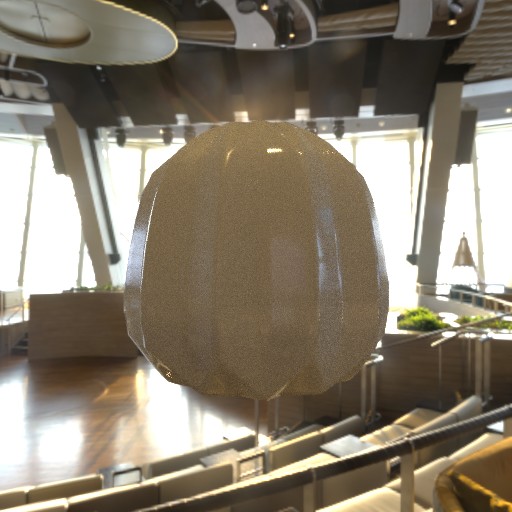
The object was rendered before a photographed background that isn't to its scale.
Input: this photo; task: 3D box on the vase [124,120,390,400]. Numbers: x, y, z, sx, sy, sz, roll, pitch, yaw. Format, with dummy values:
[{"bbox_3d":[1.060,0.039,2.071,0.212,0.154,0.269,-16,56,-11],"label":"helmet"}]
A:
[{"bbox_3d":[0.000,0.000,0.242,0.139,0.134,0.139,0,0,0],"label":"vase"}]
